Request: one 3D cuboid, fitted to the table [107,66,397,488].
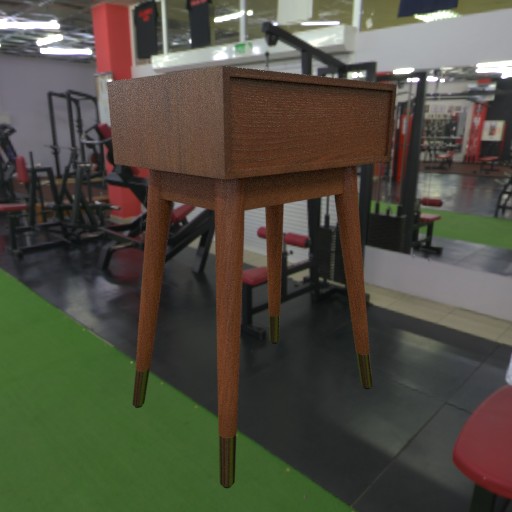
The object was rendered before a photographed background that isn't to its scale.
[{"bbox_3d":[0.000,0.000,0.822,0.406,0.599,0.300,-15,22,-41],"label":"table"}]
